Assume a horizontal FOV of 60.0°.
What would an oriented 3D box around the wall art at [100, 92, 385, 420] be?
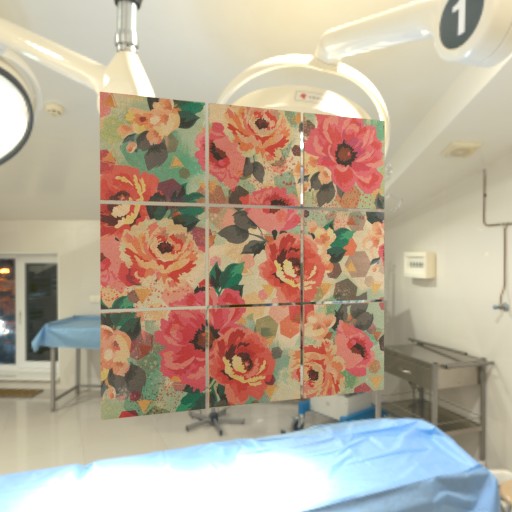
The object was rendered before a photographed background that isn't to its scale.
[{"bbox_3d":[0.000,0.000,1.834,1.216,1.220,0.013,0,1,-17],"label":"wall art"}]
